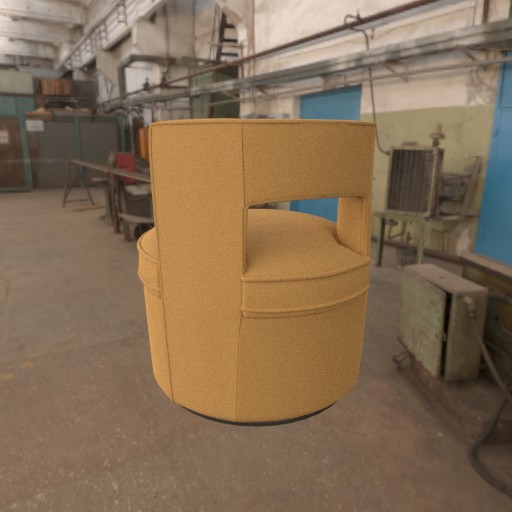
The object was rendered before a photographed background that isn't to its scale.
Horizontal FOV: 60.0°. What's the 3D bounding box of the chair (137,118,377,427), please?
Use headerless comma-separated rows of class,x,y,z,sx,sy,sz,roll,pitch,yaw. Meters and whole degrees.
chair,0.000,0.000,1.257,0.650,0.723,0.665,-8,17,-26
